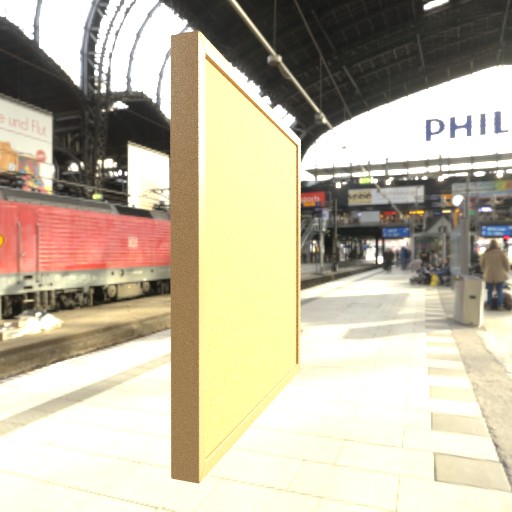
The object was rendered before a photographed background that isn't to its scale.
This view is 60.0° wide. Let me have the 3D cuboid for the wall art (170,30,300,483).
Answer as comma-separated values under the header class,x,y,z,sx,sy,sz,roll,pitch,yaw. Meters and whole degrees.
class,x,y,z,sx,sy,sz,roll,pitch,yaw
wall art,0.000,0.000,0.743,0.036,0.509,0.509,0,0,19
